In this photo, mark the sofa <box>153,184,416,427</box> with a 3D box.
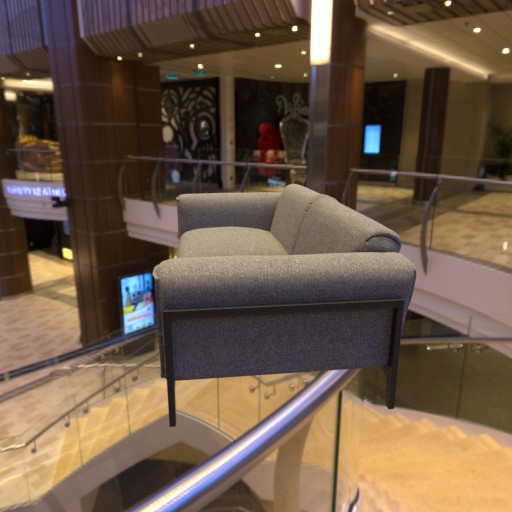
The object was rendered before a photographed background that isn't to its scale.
[{"bbox_3d":[0.000,0.000,2.607,0.985,0.703,2.125,-2,15,-7],"label":"sofa"}]
